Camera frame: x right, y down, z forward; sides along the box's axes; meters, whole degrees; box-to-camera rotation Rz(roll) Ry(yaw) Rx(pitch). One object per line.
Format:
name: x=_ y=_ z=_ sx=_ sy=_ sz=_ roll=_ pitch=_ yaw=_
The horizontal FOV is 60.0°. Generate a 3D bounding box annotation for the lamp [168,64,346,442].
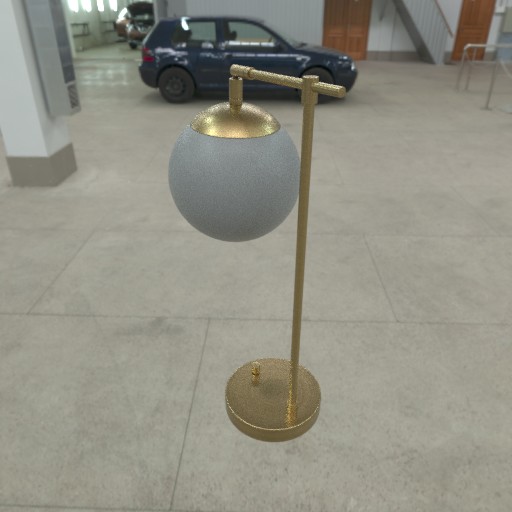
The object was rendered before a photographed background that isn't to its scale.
lamp: x=0.000 y=0.000 z=0.707 sx=0.207 sy=0.559 sz=0.324 roll=-18 pitch=34 yaw=-29
